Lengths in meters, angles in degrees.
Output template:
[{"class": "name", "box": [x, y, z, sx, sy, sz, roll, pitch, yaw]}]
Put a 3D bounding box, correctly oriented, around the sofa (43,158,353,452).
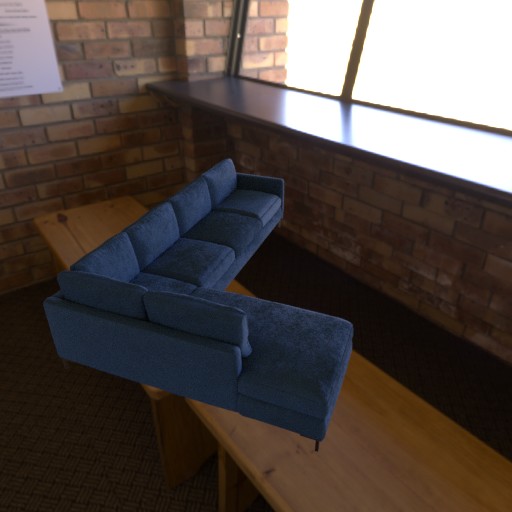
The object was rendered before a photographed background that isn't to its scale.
[{"class": "sofa", "box": [0.000, 0.000, 3.955, 2.007, 0.815, 2.949, 11, 32, 18]}]
